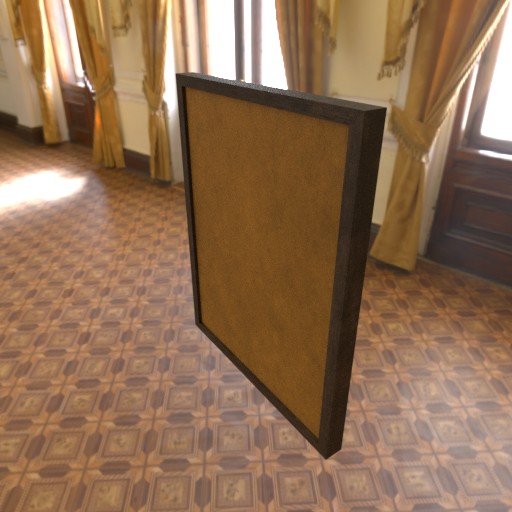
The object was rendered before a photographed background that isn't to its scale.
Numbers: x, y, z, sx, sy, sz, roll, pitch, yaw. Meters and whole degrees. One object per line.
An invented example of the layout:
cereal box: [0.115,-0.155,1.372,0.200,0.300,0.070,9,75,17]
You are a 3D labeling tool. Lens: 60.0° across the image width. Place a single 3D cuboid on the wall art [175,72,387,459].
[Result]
wall art: [0.000,0.000,0.564,0.027,0.406,0.329,-18,33,-31]
